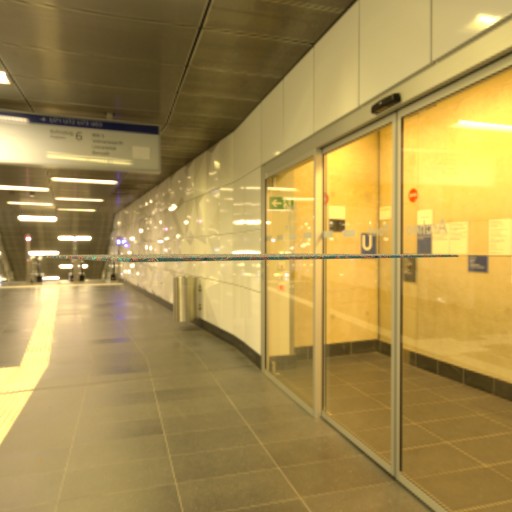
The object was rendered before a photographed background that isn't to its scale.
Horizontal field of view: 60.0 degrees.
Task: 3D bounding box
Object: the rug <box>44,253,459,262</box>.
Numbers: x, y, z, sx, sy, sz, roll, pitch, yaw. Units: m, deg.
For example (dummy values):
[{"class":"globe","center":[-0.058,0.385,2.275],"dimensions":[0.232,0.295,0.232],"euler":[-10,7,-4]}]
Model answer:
[{"class":"rug","center":[0.000,0.000,2.930],"dimensions":[2.290,0.016,1.527],"euler":[-1,1,-36]}]
